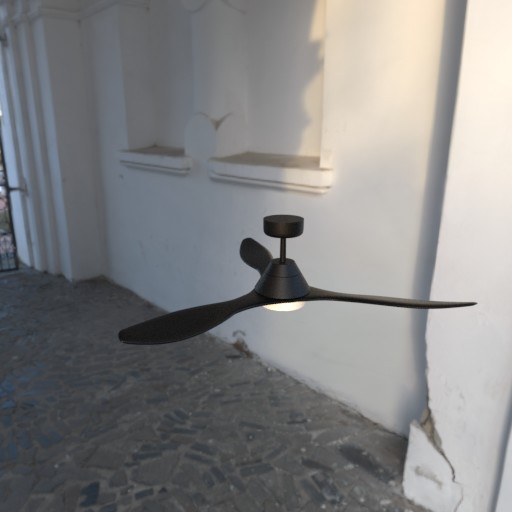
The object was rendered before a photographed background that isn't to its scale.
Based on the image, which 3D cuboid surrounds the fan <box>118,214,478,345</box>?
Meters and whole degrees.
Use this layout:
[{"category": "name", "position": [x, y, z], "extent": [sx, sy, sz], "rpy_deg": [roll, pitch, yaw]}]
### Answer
[{"category": "fan", "position": [0.000, 0.000, 1.617], "extent": [1.067, 0.305, 1.067], "rpy_deg": [-7, 18, -23]}]
